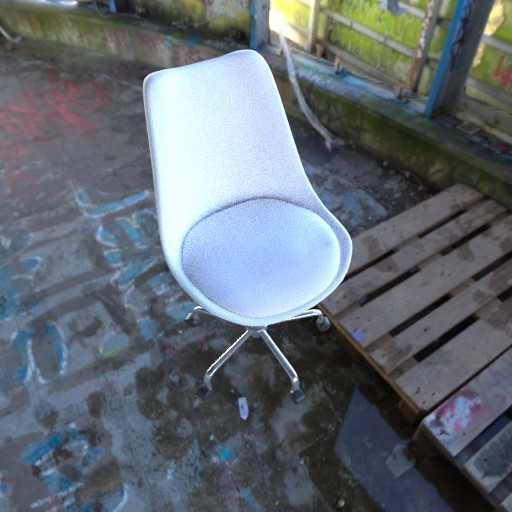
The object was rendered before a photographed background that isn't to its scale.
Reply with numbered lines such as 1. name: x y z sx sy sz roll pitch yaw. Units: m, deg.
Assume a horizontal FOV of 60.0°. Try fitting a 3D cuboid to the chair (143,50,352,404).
1. chair: 0.000 0.000 1.265 0.550 0.930 0.550 -25 52 -21
